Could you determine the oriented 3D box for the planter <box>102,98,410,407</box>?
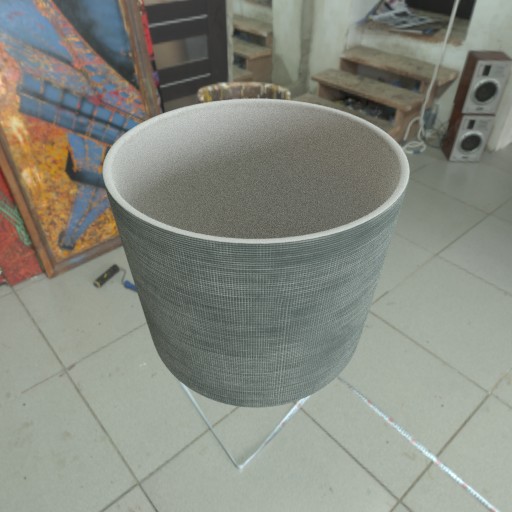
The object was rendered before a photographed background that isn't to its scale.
[{"bbox_3d":[0.000,0.000,0.781,0.440,0.398,0.440,0,40,0],"label":"planter"}]
